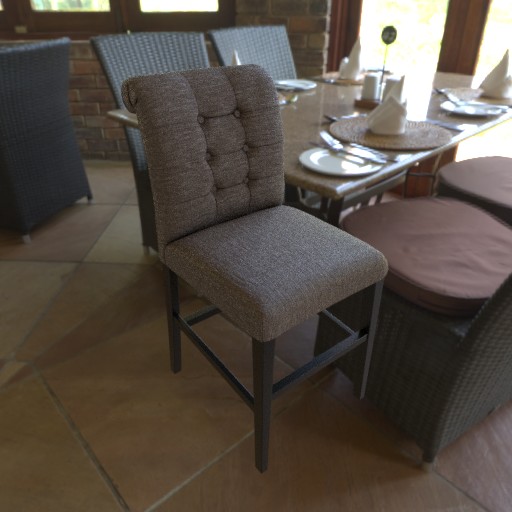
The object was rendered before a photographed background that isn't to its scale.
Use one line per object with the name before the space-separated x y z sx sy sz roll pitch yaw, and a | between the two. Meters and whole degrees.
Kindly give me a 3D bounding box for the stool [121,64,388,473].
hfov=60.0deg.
stool | 0.000 0.000 1.298 0.457 0.970 0.611 -22 37 -33
